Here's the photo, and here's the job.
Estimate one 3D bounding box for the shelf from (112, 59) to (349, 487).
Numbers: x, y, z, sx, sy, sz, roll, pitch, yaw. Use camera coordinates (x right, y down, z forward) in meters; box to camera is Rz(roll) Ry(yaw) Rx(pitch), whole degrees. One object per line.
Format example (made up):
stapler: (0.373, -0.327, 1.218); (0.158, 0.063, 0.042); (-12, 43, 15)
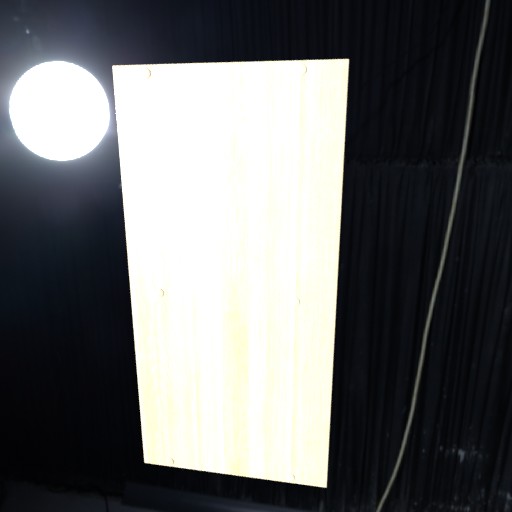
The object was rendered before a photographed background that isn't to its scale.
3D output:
shelf: (0.000, 0.000, 0.802); (0.290, 0.592, 0.414); (3, 16, 10)
